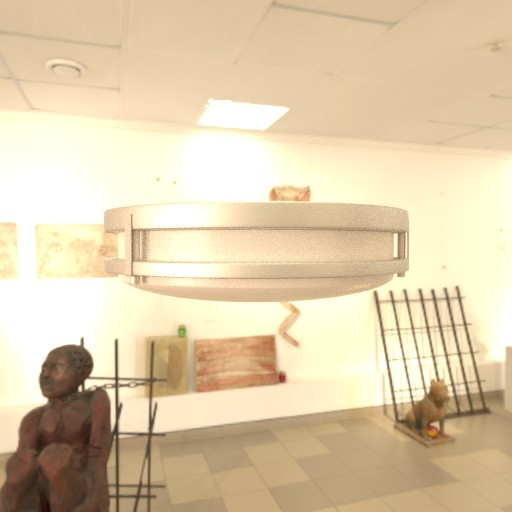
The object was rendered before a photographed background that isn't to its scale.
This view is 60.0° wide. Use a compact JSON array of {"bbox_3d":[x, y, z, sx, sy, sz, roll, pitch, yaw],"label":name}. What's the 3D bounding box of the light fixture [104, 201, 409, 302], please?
[{"bbox_3d":[0.000,0.000,0.547,0.356,0.102,0.356,0,1,0],"label":"light fixture"}]
